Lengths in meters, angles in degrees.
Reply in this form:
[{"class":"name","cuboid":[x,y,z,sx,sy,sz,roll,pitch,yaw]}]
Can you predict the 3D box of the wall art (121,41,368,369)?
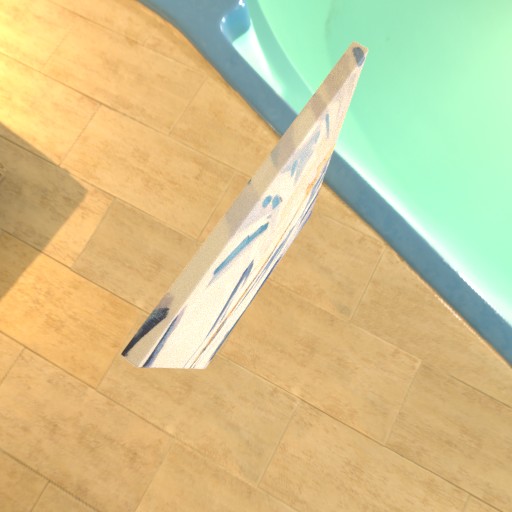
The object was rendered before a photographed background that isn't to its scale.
[{"class":"wall art","cuboid":[0.000,0.000,1.314,0.038,1.015,0.761,34,78,8]}]
